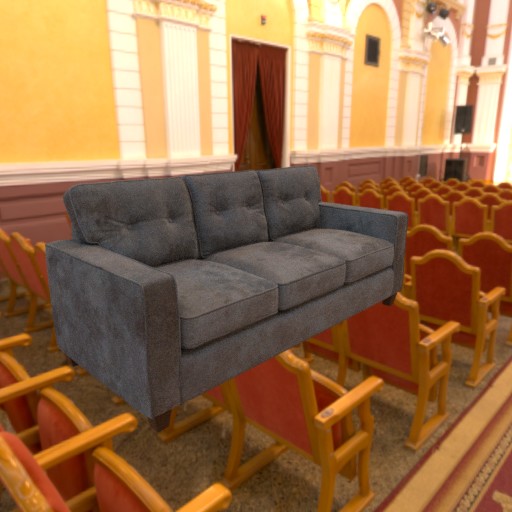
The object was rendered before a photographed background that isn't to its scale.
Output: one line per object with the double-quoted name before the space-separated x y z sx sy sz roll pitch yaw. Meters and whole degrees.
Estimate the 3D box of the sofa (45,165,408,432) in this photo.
"sofa" 0.000 0.000 2.677 0.939 0.965 2.133 15 21 42
